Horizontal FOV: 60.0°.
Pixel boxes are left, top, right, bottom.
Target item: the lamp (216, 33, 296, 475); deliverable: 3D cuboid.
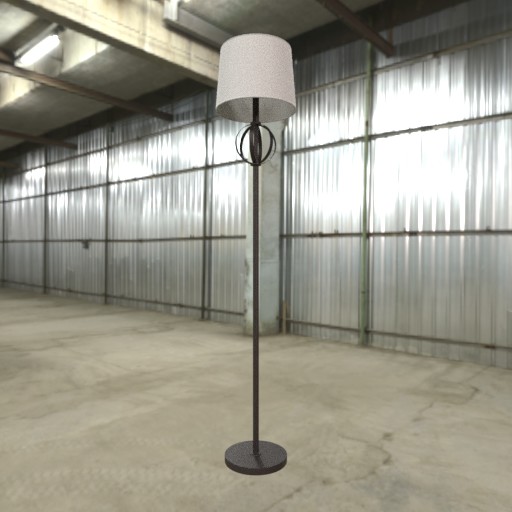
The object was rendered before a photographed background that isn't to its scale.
[{"bbox_3d":[0.000,0.000,1.585,0.286,1.462,0.286,0,0,-20],"label":"lamp"}]
